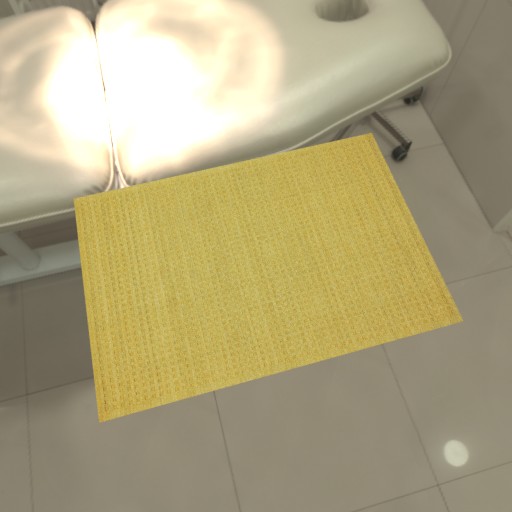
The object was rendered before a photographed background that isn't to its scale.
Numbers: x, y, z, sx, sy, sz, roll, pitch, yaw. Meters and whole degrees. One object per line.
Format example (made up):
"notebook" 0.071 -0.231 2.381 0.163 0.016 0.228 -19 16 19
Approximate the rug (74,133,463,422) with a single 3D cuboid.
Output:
"rug" 0.000 0.000 3.787 2.895 0.006 1.981 -14 66 -6
